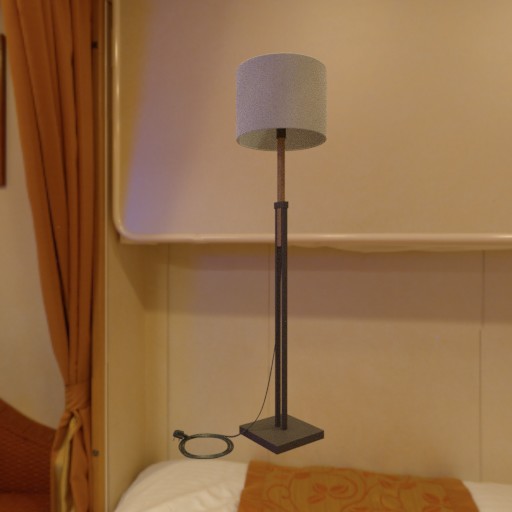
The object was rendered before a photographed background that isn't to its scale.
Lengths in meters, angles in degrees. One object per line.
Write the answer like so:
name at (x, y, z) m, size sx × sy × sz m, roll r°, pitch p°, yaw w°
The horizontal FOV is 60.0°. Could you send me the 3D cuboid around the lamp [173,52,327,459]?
lamp at (0.000, 0.000, 1.960) m, size 0.639 × 1.650 × 0.474 m, roll 0°, pitch 0°, yaw -37°
